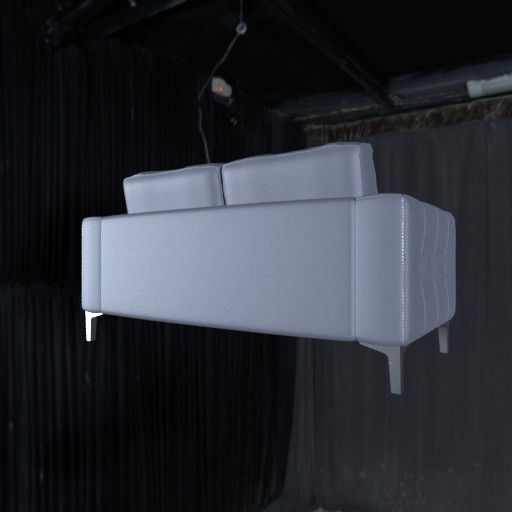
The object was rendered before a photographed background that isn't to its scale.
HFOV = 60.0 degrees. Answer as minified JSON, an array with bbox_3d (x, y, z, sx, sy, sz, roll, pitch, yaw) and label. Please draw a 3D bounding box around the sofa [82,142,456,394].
[{"bbox_3d":[0.000,0.000,2.206,1.726,0.893,0.833,0,0,34],"label":"sofa"}]
